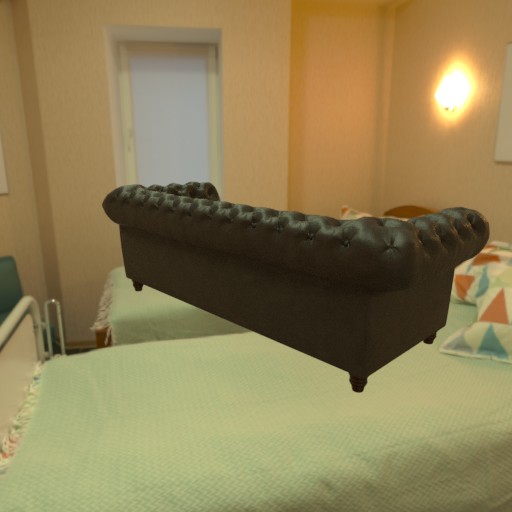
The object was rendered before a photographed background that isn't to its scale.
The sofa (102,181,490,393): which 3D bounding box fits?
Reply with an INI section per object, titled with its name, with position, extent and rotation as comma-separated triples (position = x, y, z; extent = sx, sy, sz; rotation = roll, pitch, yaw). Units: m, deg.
[sofa]
position = 0.000, 0.000, 2.752
extent = 0.944, 0.783, 2.385
rotation = -14, 20, -42
